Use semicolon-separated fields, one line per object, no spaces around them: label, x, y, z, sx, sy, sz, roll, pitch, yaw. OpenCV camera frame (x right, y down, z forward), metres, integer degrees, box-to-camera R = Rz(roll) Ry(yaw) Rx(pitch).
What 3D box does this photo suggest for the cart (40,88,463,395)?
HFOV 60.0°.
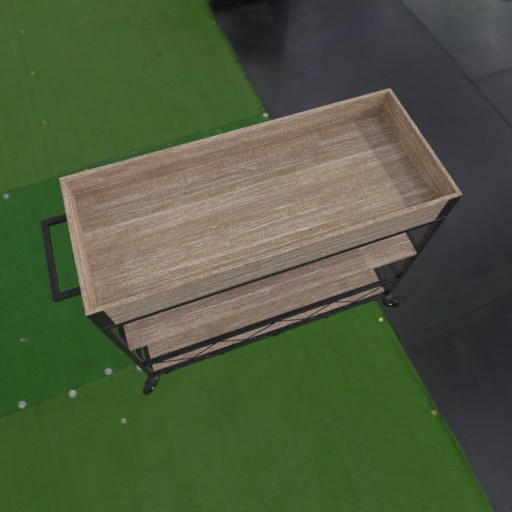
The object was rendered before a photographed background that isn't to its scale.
cart;0.000;0.000;1.490;1.101;0.787;0.500;-18;65;-9
